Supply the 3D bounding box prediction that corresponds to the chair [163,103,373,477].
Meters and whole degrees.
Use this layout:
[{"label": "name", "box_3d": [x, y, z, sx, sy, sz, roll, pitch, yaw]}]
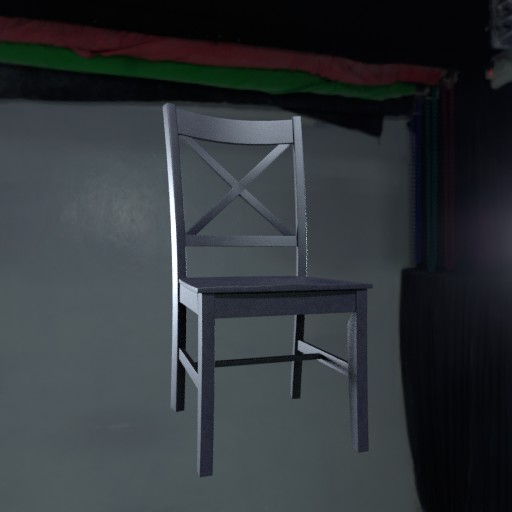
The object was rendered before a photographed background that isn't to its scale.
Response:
[{"label": "chair", "box_3d": [0.000, 0.000, 1.297, 0.485, 0.983, 0.542, 0, 0, -18]}]
